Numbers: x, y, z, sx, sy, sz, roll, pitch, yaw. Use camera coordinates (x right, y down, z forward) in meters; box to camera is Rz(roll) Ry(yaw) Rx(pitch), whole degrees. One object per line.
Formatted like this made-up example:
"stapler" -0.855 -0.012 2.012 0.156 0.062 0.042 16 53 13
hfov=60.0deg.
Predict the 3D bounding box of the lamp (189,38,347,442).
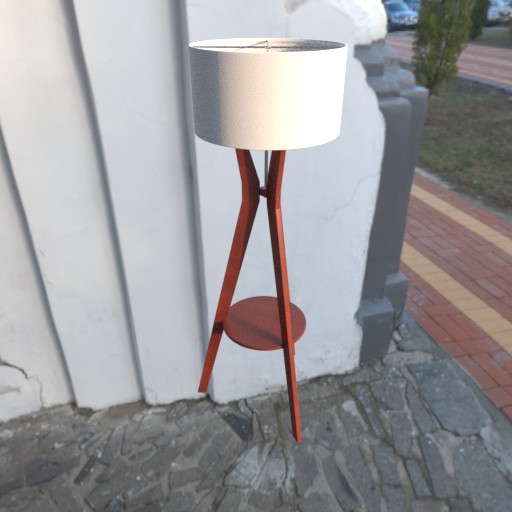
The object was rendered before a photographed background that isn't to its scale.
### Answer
"lamp" 0.000 0.000 1.702 0.542 1.472 0.539 1 30 1
